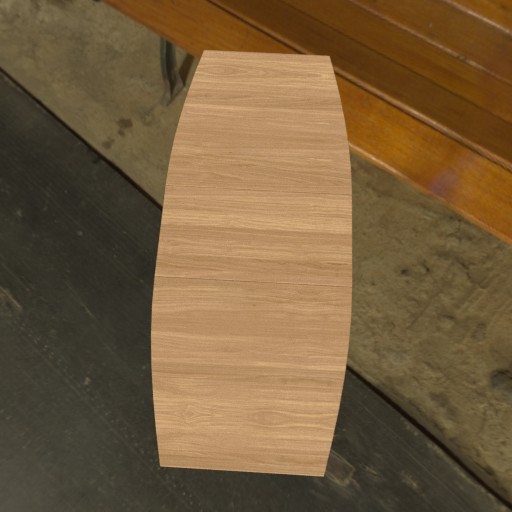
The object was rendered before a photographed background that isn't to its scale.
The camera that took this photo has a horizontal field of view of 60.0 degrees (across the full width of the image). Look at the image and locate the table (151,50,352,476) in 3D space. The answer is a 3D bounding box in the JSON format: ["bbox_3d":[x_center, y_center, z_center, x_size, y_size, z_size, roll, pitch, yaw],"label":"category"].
[{"bbox_3d":[0.000,0.000,2.438,0.900,0.750,2.032,3,74,1],"label":"table"}]
